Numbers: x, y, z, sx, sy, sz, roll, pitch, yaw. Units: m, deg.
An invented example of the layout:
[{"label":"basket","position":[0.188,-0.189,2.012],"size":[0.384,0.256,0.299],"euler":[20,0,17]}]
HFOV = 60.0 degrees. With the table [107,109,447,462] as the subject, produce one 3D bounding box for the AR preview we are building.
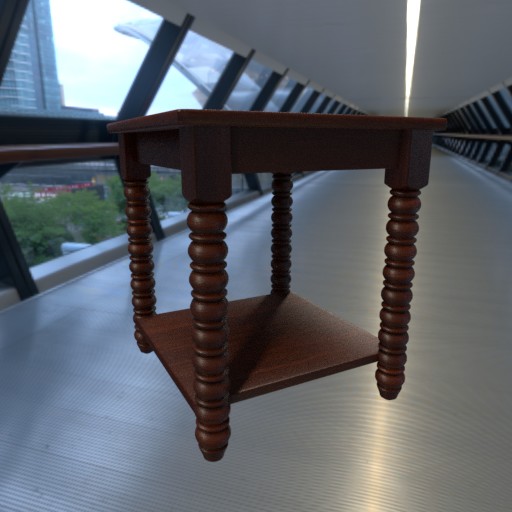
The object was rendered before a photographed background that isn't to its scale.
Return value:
[{"label":"table","position":[0.000,0.000,0.974],"size":[0.500,0.567,0.533],"euler":[-7,16,-27]}]
